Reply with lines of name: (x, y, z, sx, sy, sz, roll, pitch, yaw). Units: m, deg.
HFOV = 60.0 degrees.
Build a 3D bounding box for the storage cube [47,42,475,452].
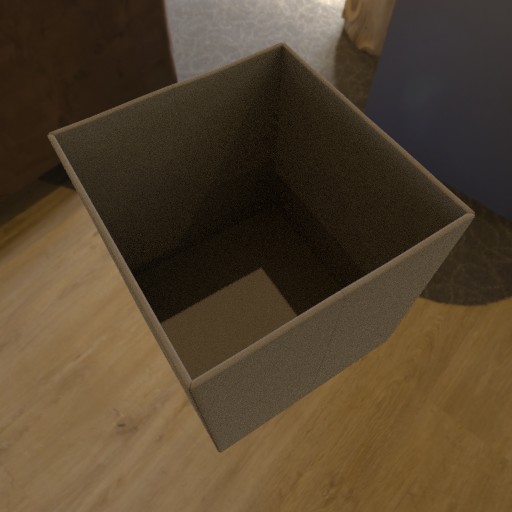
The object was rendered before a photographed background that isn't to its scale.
storage cube: (0.000, 0.000, 0.486, 0.270, 0.280, 0.270, -29, 63, -16)
